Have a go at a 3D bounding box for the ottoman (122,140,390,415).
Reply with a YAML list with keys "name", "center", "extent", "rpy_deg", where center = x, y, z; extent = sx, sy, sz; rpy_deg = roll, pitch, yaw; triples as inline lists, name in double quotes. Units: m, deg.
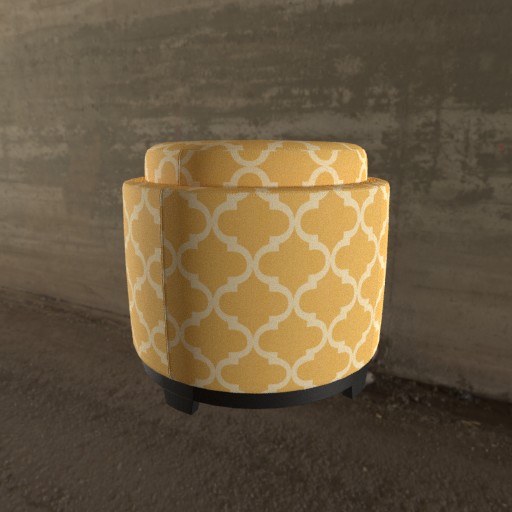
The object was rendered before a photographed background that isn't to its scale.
- name: "ottoman"
  center: [0.000, 0.000, 0.850]
  extent: [0.480, 0.429, 0.480]
  rpy_deg: [0, 14, 0]
